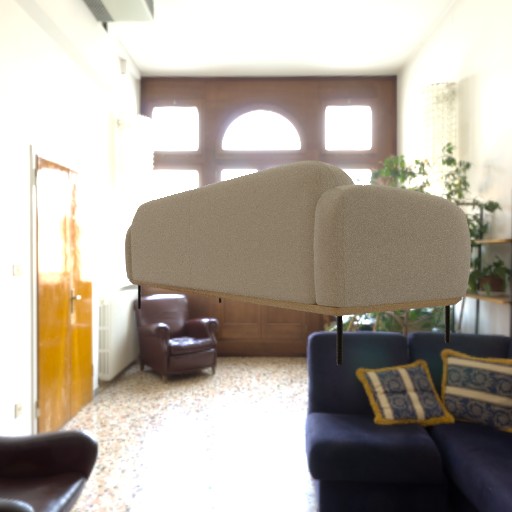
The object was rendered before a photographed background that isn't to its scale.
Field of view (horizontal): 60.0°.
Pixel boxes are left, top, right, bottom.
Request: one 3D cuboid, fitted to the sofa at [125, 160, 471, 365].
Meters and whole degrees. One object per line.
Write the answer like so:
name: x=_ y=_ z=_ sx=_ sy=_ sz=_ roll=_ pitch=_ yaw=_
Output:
sofa: x=0.000 y=0.000 z=2.624 sx=0.880 sy=0.780 sz=2.257 roll=0 pitch=0 yaw=-35
